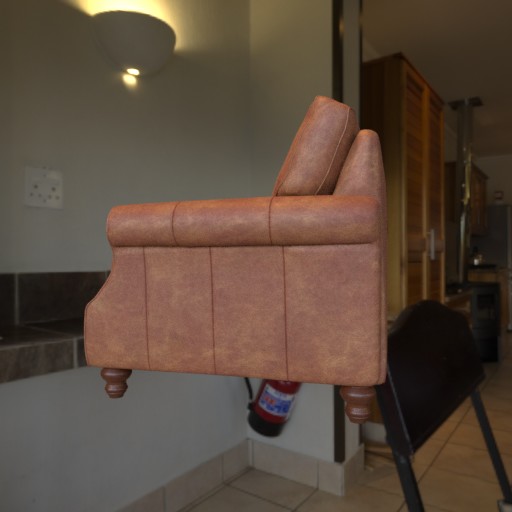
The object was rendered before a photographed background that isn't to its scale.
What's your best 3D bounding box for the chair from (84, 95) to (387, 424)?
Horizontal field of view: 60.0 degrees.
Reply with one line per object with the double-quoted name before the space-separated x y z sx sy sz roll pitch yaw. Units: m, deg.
"chair" 0.000 0.000 1.735 0.986 0.962 0.983 0 -1 17
